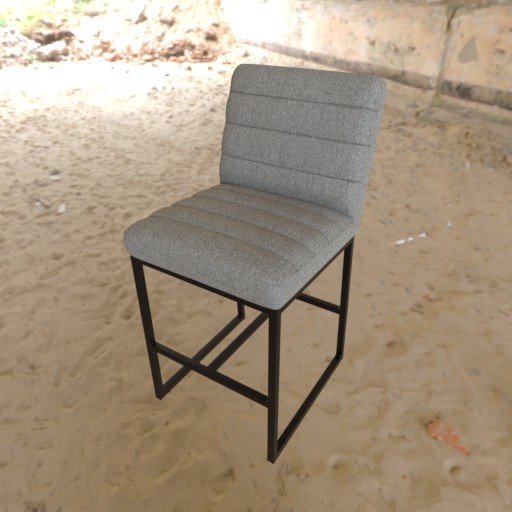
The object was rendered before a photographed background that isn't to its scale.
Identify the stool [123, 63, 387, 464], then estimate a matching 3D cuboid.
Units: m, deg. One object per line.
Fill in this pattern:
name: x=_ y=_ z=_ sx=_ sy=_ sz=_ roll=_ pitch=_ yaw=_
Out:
stool: x=0.000 y=0.000 z=1.263 sx=0.460 sy=0.940 sz=0.560 roll=18 pitch=35 yaw=27
